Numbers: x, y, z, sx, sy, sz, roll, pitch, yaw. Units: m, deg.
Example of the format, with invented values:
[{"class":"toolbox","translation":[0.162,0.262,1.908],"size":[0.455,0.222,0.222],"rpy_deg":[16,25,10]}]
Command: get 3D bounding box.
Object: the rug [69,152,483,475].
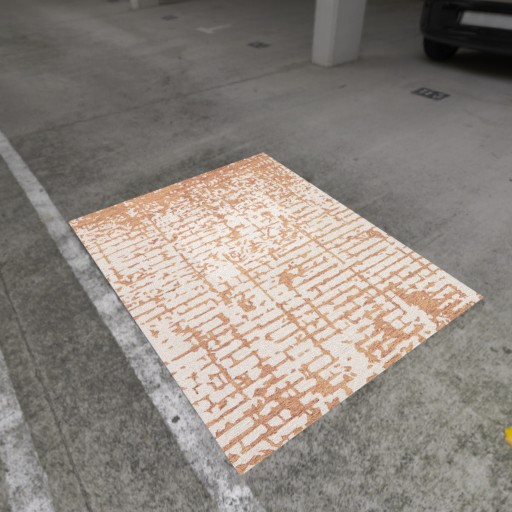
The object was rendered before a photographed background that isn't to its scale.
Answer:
[{"class":"rug","translation":[0.000,0.000,4.057],"size":[2.441,0.011,3.050],"rpy_deg":[-26,47,-26]}]
